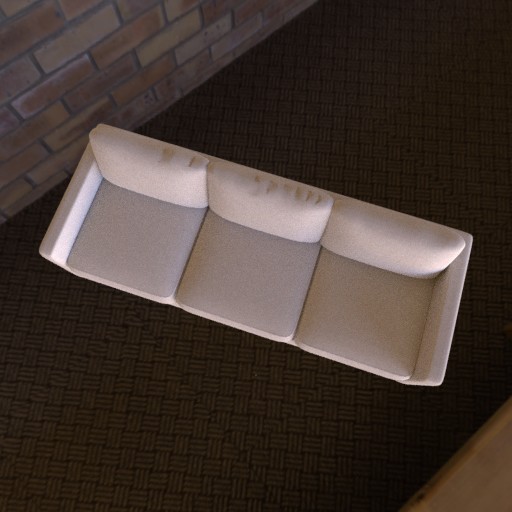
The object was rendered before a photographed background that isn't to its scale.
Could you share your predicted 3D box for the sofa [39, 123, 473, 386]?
[{"bbox_3d":[0.000,0.000,2.601,2.218,0.874,0.859,18,76,5],"label":"sofa"}]
